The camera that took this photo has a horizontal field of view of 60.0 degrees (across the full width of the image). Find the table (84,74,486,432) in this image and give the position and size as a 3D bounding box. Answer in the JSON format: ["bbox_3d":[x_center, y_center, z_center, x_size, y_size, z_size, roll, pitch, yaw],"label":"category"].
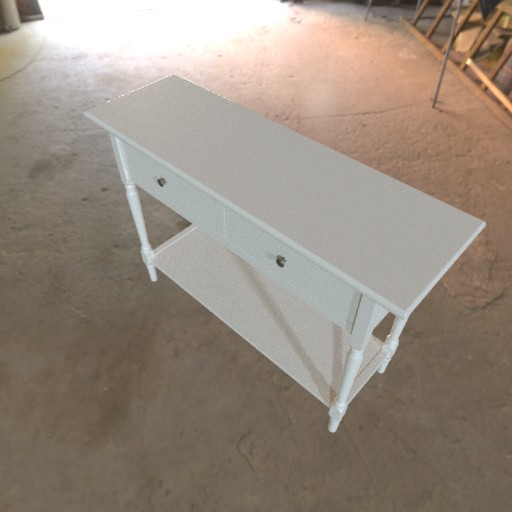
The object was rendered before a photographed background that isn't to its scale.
[{"bbox_3d":[0.000,0.000,1.562,1.191,0.814,0.386,34,56,28],"label":"table"}]
